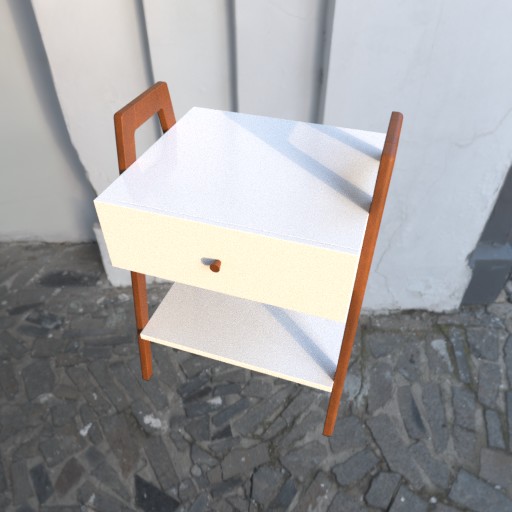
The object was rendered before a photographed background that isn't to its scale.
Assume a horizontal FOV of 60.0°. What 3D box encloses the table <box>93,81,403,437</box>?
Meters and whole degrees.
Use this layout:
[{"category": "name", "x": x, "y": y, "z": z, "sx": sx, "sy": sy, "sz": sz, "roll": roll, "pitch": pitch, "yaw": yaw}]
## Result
[{"category": "table", "x": 0.000, "y": 0.000, "z": 0.922, "sx": 0.457, "sy": 0.610, "sz": 0.405, "roll": 12, "pitch": 43, "yaw": 14}]
